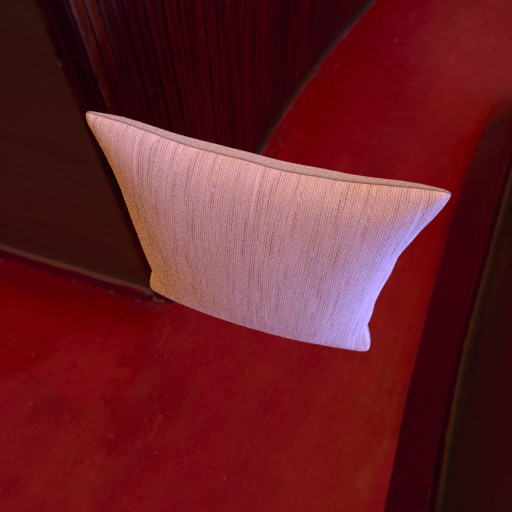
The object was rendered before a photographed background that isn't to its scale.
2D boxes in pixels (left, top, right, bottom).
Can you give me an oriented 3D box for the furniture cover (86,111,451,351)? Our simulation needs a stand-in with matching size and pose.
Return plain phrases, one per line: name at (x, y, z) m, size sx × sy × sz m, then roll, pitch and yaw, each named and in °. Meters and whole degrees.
furniture cover at (0.000, 0.000, 0.792) m, size 0.512 × 0.506 × 0.178 m, roll 15°, pitch 58°, yaw 9°
